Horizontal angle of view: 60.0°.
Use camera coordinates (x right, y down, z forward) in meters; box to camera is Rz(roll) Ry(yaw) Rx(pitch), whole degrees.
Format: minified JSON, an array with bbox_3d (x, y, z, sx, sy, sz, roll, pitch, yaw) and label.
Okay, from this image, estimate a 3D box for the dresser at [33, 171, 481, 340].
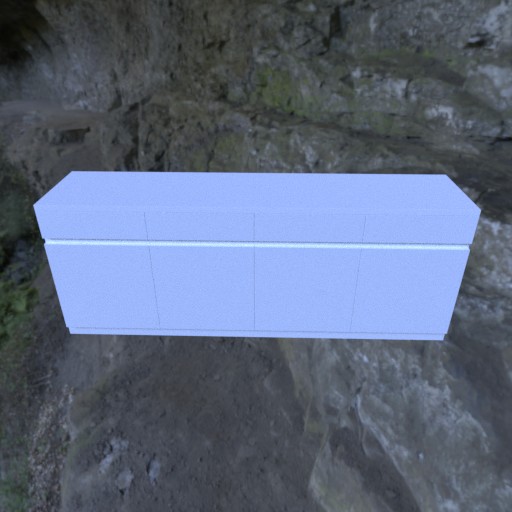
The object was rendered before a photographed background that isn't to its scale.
[{"bbox_3d":[0.000,0.000,2.603,2.200,0.840,0.500,1,30,1],"label":"dresser"}]
